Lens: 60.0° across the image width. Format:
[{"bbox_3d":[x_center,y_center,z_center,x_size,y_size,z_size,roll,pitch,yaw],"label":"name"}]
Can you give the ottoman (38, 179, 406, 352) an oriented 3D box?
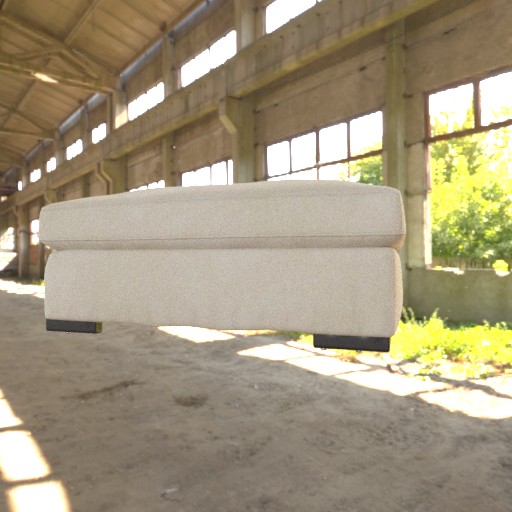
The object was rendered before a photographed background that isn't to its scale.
[{"bbox_3d":[0.000,0.000,1.869,1.190,0.522,1.205,0,0,18],"label":"ottoman"}]
